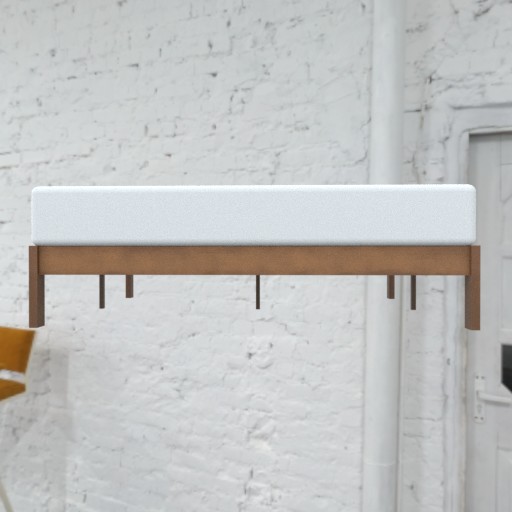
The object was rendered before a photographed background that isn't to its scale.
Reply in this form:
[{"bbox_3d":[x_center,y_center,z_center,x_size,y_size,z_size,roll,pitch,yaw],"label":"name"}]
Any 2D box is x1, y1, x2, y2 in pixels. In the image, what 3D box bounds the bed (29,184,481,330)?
[{"bbox_3d":[0.000,0.000,2.563,1.927,0.616,1.348,0,0,2],"label":"bed"}]
